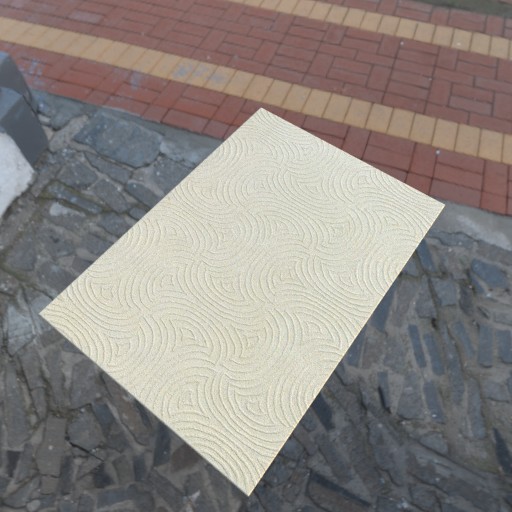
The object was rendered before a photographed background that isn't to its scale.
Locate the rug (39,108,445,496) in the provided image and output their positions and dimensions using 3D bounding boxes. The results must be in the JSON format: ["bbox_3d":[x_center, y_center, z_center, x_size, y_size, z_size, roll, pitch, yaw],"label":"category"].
[{"bbox_3d":[0.000,0.000,2.742,1.526,0.015,2.132,33,65,18],"label":"rug"}]
